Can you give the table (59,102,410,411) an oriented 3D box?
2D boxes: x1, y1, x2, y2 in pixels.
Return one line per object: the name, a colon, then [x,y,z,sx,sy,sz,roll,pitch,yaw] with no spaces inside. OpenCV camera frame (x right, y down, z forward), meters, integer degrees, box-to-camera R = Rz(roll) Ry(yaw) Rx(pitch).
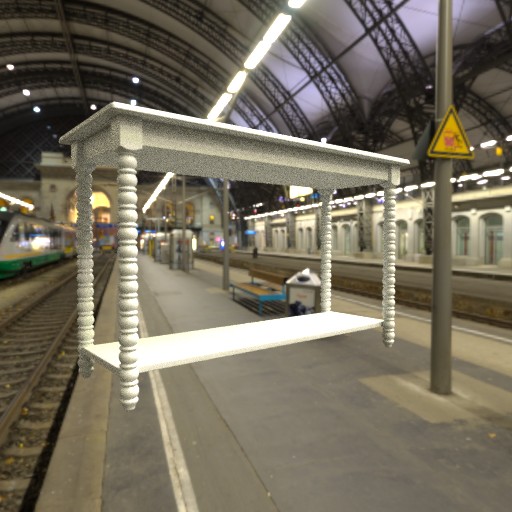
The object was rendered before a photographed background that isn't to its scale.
table: [0.000,0.000,1.555,1.184,0.740,0.459,-1,2,-38]
